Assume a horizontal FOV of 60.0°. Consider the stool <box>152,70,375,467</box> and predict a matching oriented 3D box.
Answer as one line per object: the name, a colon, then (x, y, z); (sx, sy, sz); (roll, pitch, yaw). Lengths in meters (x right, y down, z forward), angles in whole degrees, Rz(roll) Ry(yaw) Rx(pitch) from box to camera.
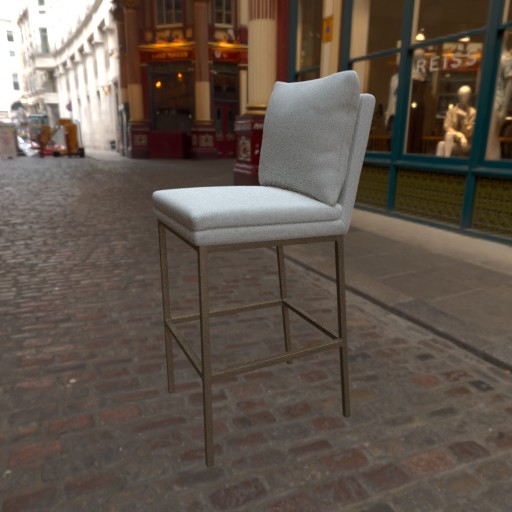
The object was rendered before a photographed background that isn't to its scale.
stool: (0.000, 0.000, 1.471); (0.572, 1.125, 0.463); (-8, 18, -25)
